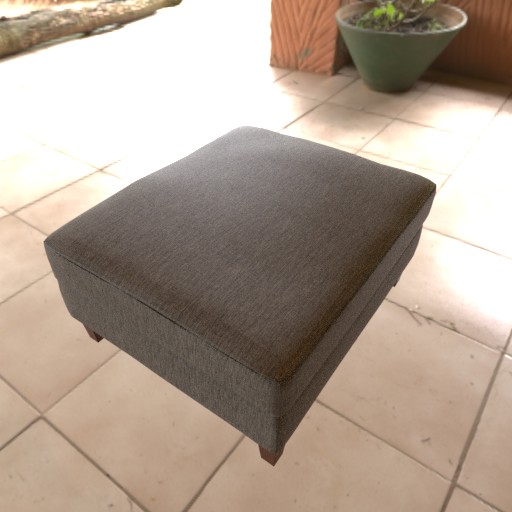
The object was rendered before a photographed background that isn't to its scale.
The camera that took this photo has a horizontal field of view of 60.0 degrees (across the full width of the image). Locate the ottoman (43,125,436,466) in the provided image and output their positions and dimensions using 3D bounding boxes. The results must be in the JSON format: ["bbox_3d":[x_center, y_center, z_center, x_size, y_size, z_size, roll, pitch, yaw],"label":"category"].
[{"bbox_3d":[0.000,0.000,1.490,0.839,0.492,0.994,25,46,26],"label":"ottoman"}]
